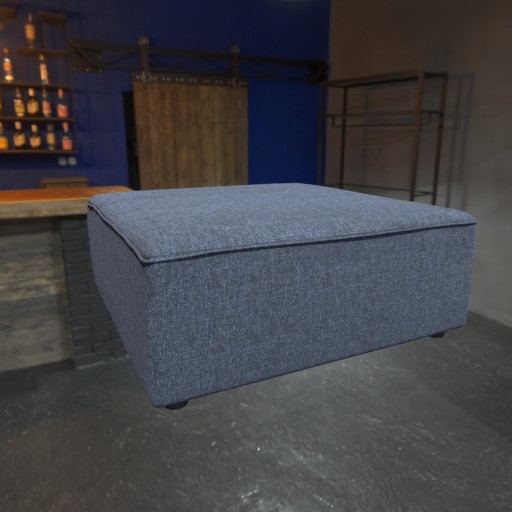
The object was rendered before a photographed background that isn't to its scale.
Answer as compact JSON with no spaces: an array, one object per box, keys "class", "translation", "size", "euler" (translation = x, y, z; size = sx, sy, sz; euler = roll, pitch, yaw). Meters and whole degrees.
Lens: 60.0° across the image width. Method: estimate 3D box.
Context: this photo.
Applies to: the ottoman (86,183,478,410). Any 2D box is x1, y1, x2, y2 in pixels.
[{"class":"ottoman","translation":[0.000,0.000,1.576],"size":[1.023,0.423,1.017],"euler":[-7,17,-25]}]
